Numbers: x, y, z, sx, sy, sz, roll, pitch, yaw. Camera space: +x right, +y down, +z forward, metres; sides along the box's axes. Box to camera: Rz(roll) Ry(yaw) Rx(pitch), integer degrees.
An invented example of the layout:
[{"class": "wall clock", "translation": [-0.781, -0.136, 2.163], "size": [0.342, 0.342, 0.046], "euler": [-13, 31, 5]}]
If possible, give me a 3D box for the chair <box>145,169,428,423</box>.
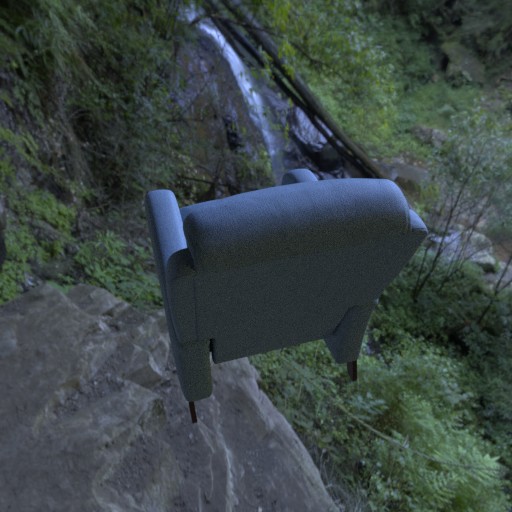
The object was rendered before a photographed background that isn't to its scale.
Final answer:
[{"class": "chair", "translation": [0.000, 0.000, 1.756], "size": [0.785, 1.067, 0.988], "euler": [-11, 42, -12]}]
